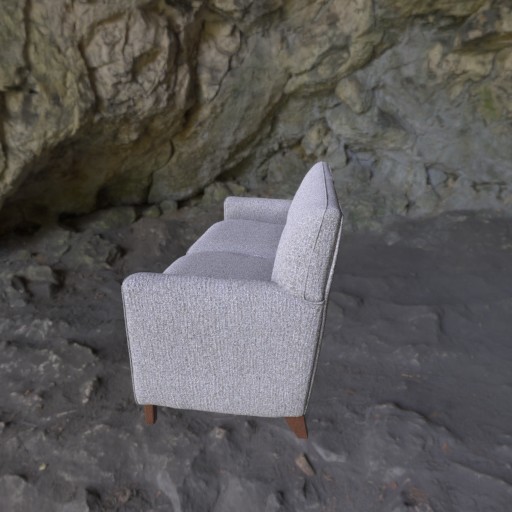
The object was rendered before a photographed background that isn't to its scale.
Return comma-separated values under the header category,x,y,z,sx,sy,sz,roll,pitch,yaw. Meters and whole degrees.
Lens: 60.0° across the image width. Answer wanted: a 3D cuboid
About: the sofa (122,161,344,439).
category,x,y,z,sx,sy,sz,roll,pitch,yaw
sofa,0.000,0.000,2.569,0.854,0.942,2.026,2,17,7
